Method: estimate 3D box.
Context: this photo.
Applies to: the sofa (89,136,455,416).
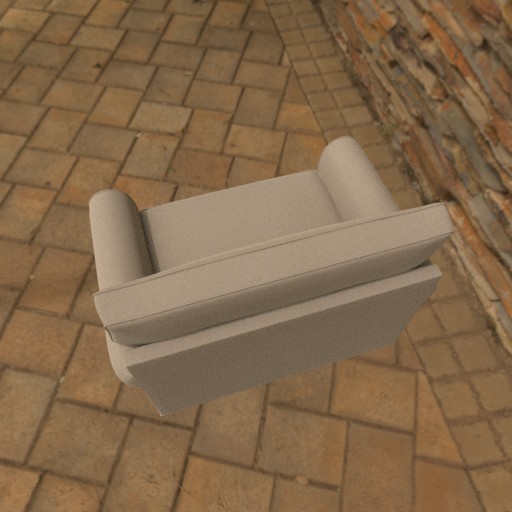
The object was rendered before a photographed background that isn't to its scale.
[{"bbox_3d":[0.000,0.000,2.086,1.405,1.006,0.937,-15,59,-9],"label":"sofa"}]
